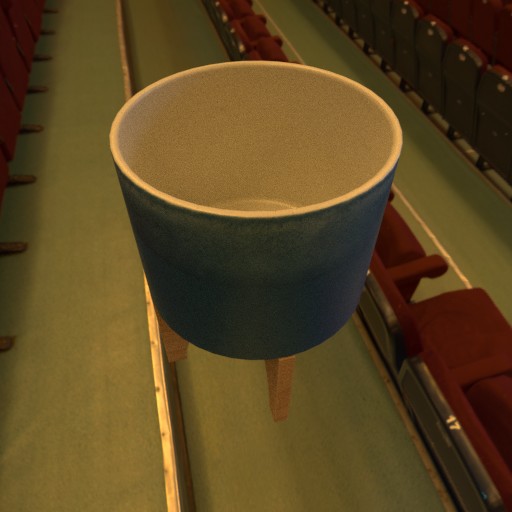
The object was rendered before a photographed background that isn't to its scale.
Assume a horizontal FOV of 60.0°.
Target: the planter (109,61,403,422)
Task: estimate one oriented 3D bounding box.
[{"bbox_3d":[0.000,0.000,0.392,0.192,0.263,0.192,0,47,0],"label":"planter"}]
